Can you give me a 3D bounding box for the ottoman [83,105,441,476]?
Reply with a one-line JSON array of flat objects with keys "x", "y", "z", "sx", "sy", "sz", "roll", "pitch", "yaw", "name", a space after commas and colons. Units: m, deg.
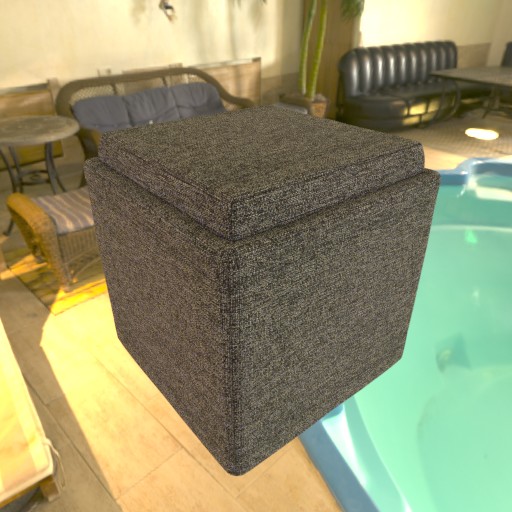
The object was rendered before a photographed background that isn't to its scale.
[{"x": 0.000, "y": 0.000, "z": 0.837, "sx": 0.450, "sy": 0.463, "sz": 0.450, "roll": -22, "pitch": 37, "yaw": -33, "name": "ottoman"}]
